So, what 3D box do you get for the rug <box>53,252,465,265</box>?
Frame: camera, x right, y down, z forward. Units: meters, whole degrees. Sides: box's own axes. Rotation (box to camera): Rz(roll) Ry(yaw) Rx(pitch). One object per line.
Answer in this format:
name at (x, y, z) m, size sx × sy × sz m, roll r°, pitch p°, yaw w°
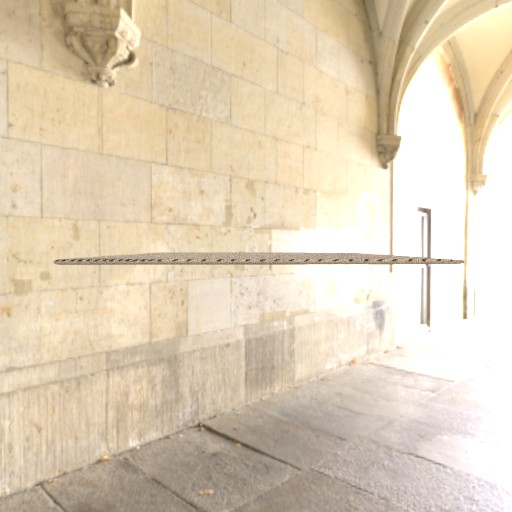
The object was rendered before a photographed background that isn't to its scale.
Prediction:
rug at (0.000, 0.000, 3.174) m, size 1.829 × 0.028 × 2.449 m, roll 0°, pitch 1°, yaw -1°
